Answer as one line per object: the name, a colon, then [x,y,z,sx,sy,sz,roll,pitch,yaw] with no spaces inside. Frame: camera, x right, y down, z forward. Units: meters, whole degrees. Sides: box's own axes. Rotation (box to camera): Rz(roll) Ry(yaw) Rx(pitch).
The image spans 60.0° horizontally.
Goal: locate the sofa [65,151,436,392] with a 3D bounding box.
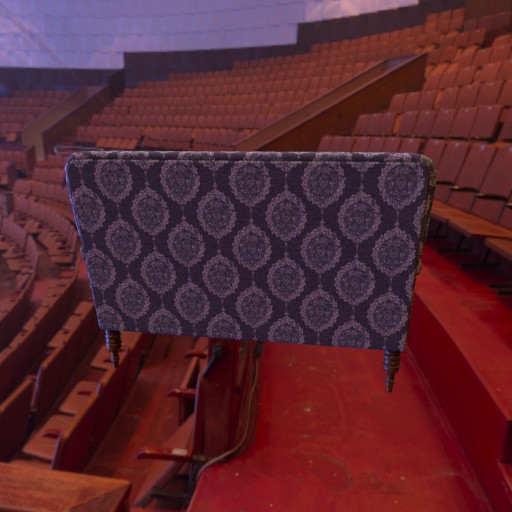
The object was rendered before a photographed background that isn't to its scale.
sofa: [0.000,0.000,1.842,1.297,0.867,0.779,2,15,9]
